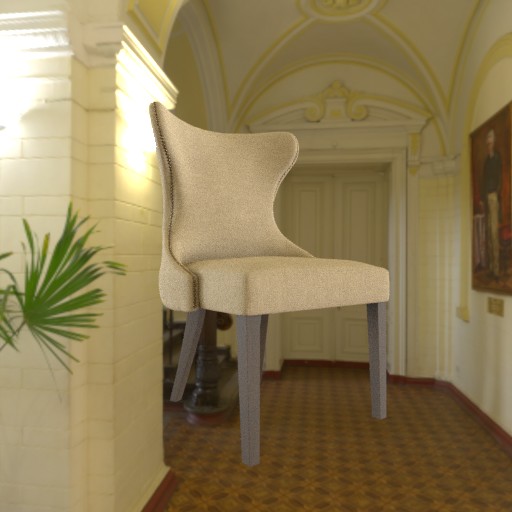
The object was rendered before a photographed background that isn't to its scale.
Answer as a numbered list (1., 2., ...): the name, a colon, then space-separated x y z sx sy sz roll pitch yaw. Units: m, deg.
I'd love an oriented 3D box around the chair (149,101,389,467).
1. chair: 0.000 0.000 1.413 0.628 0.967 0.635 0 0 -38
